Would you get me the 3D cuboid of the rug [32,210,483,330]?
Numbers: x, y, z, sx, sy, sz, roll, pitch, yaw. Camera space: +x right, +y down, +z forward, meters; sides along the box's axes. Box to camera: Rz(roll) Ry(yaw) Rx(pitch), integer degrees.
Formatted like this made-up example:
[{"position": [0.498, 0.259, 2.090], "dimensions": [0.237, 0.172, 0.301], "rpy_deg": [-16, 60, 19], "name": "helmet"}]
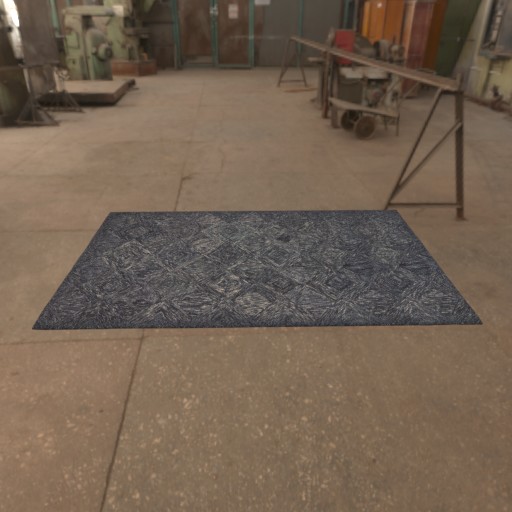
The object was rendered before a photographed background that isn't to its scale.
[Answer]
[{"position": [0.000, 0.000, 2.210], "dimensions": [1.754, 0.010, 1.139], "rpy_deg": [-1, 29, -1], "name": "rug"}]
